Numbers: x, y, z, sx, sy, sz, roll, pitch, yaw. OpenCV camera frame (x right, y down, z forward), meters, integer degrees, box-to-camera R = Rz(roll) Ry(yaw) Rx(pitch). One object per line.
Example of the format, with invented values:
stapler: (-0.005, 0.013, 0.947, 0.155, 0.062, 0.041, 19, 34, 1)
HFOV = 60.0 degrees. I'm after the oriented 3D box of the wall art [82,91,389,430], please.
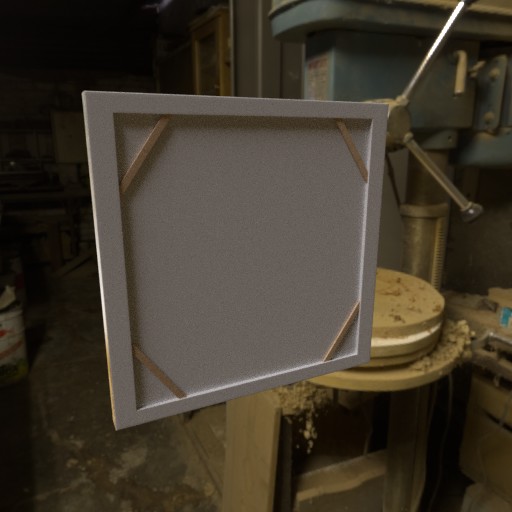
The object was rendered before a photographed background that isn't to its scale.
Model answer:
wall art: (0.000, 0.000, 0.910, 0.610, 0.610, 0.038, -7, 16, -25)
